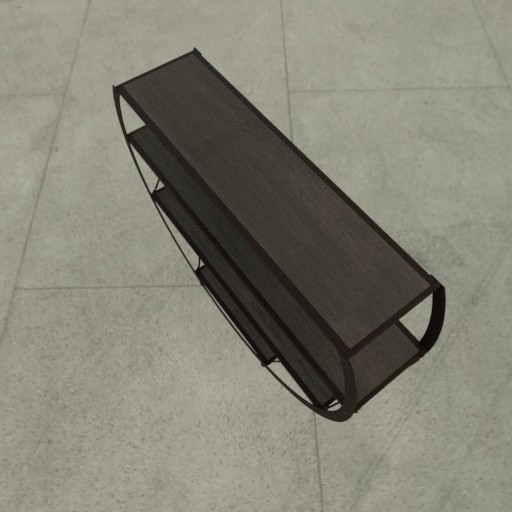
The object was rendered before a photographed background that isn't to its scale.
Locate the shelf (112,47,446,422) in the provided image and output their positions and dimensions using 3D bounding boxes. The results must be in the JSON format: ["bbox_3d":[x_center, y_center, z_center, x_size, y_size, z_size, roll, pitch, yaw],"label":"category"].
[{"bbox_3d":[0.000,0.000,1.820,0.344,1.063,1.403,-33,66,-17],"label":"shelf"}]
